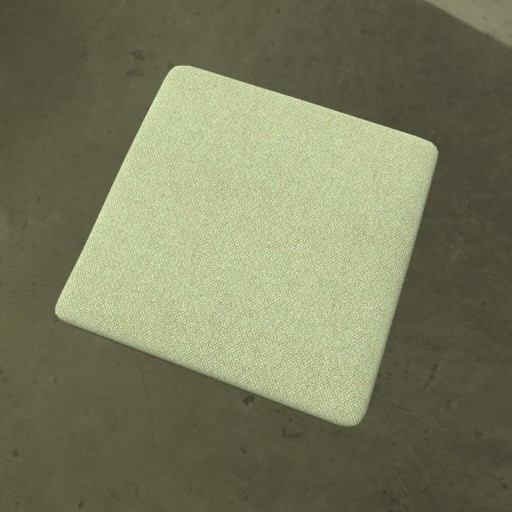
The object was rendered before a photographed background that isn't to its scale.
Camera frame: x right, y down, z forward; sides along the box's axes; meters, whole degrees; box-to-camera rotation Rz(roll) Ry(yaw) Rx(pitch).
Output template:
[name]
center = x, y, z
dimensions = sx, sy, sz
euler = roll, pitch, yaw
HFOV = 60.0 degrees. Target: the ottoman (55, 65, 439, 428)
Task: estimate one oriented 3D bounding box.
[ottoman]
center = 0.000, 0.000, 0.918
dimensions = 0.521, 0.453, 0.512
euler = 19, 76, 5
